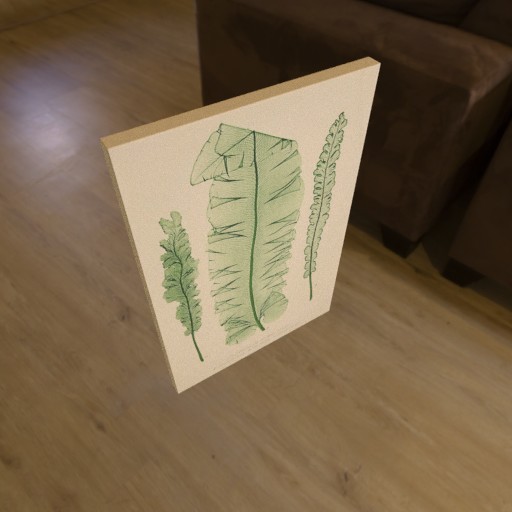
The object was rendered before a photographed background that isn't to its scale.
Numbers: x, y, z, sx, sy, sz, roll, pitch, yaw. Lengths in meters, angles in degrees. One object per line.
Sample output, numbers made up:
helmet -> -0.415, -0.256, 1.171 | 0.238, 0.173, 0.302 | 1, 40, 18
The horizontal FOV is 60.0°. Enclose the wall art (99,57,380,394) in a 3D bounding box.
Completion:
wall art -> 0.000, 0.000, 1.196 | 0.610, 0.914, 0.038 | -25, 52, -21
